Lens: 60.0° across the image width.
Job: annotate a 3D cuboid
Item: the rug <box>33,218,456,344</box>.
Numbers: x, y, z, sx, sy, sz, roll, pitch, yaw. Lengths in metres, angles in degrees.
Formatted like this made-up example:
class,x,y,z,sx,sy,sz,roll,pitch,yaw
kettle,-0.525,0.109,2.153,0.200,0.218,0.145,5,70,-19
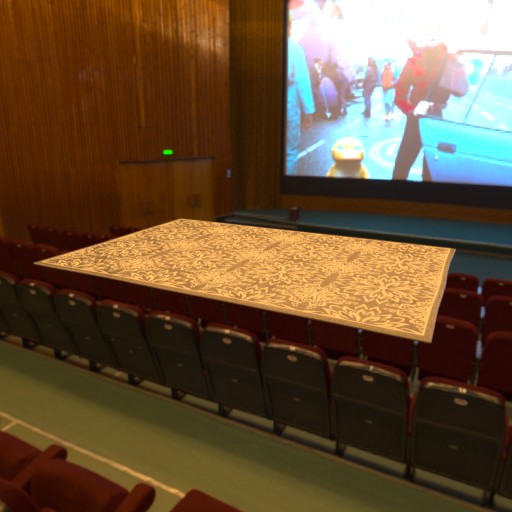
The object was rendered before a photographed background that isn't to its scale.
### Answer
class,x,y,z,sx,sy,sz,roll,pitch,yaw
rug,0.000,0.000,2.313,1.847,0.012,1.224,8,18,26
